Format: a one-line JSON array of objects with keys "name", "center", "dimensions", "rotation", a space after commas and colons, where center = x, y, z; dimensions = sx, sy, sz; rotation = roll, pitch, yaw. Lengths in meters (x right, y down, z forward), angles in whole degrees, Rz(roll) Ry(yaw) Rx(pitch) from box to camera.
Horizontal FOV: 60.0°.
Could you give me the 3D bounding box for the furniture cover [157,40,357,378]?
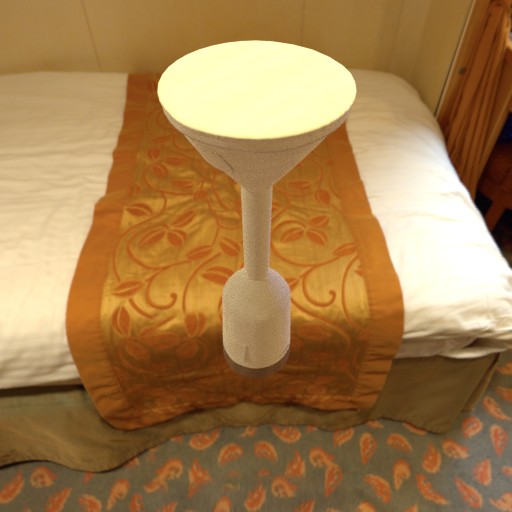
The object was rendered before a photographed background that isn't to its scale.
[{"name": "furniture cover", "center": [0.000, 0.000, 2.943], "dimensions": [0.914, 2.413, 0.914], "rotation": [32, 55, 25]}]
